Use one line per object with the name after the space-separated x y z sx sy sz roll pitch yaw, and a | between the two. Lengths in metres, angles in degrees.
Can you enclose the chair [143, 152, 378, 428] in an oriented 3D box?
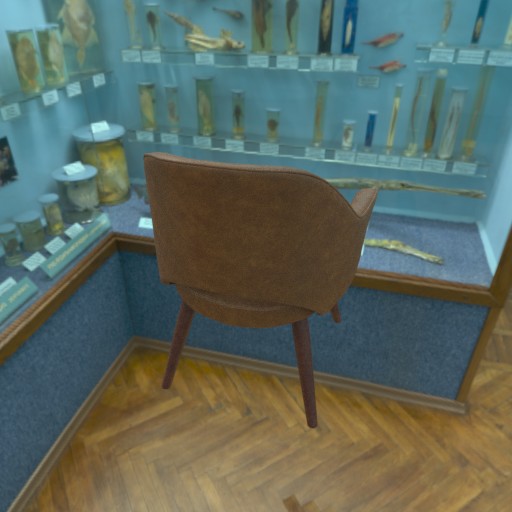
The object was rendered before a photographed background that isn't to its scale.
0.000 0.000 1.236 0.591 0.777 0.640 10 34 15 | chair
